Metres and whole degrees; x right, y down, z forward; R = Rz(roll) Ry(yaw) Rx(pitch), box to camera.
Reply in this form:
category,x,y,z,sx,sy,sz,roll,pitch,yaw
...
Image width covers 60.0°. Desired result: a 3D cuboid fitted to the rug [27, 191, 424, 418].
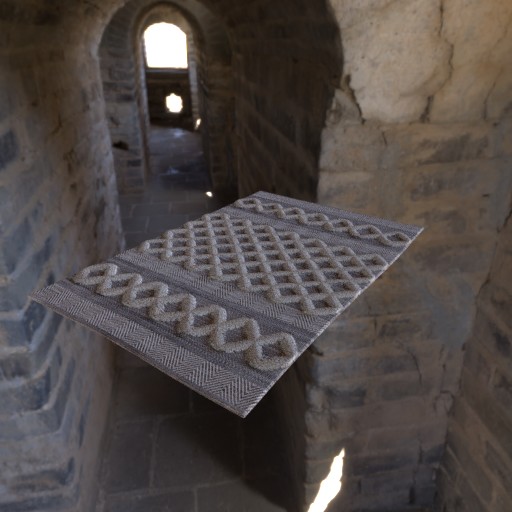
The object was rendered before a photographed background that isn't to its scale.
category,x,y,z,sx,sy,sz,roll,pitch,yaw
rug,0.000,0.000,2.328,1.222,0.030,1.823,18,31,31
